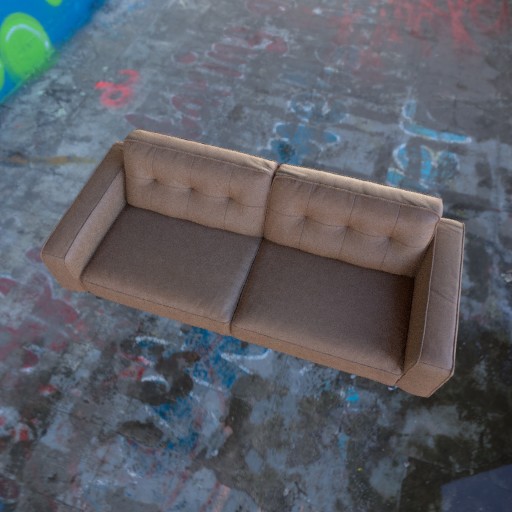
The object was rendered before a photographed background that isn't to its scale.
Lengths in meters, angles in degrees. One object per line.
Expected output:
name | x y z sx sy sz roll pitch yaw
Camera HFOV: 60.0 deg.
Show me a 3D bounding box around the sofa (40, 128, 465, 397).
sofa | 0.000 0.000 2.645 2.270 0.780 0.953 15 58 10
